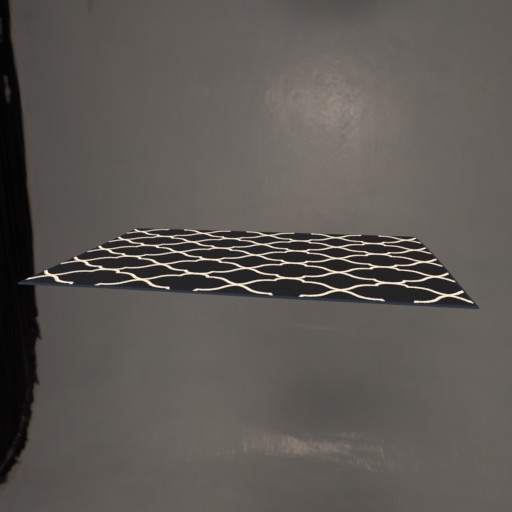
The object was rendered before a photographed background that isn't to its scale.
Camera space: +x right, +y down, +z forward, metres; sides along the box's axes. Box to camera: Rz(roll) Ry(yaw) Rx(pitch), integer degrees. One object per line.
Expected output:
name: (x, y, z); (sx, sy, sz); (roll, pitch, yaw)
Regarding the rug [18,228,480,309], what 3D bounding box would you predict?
rug: (0.000, 0.000, 2.878); (2.294, 0.014, 1.528); (2, 15, 9)
